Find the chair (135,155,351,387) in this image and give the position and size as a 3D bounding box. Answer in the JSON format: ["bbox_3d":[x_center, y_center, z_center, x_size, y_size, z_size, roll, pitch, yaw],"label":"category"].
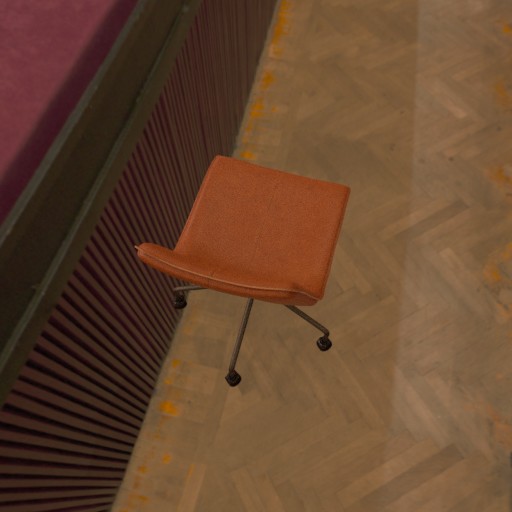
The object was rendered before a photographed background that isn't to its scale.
[{"bbox_3d":[0.000,0.000,1.382,0.651,0.920,0.660,15,64,8],"label":"chair"}]
